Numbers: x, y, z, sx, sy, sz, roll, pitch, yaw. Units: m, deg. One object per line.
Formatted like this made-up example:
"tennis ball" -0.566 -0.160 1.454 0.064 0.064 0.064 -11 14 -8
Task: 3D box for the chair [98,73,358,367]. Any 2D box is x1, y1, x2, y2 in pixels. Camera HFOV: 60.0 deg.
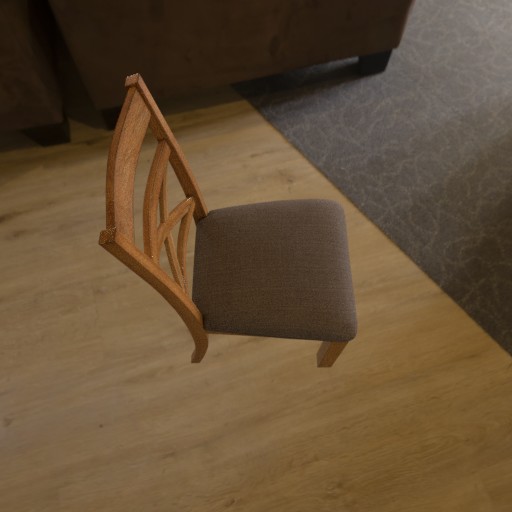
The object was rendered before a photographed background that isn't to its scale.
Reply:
"chair" 0.000 0.000 1.284 0.581 0.949 0.470 0 64 0
